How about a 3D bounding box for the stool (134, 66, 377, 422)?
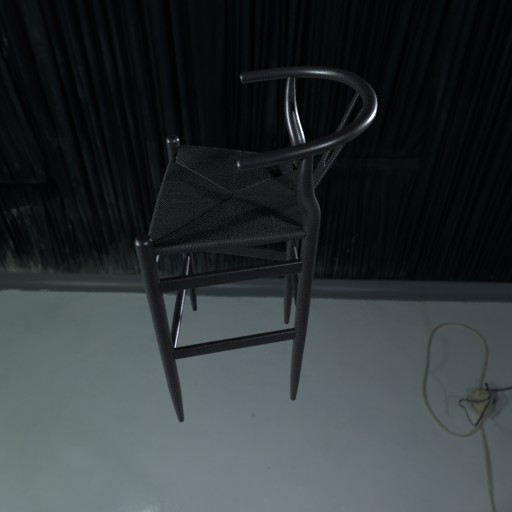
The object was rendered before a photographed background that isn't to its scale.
[{"bbox_3d":[0.000,0.000,1.424,0.579,1.072,0.569,0,41,-1],"label":"stool"}]
